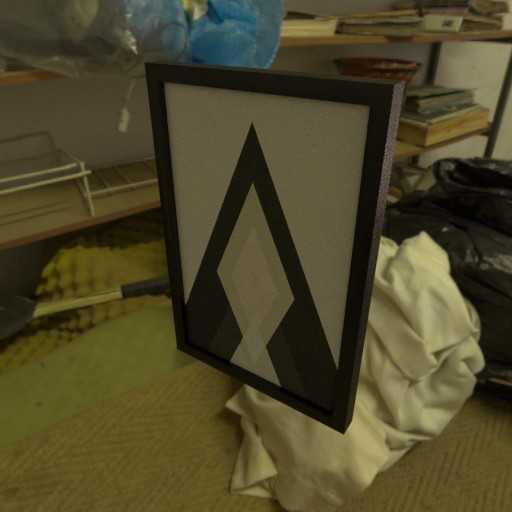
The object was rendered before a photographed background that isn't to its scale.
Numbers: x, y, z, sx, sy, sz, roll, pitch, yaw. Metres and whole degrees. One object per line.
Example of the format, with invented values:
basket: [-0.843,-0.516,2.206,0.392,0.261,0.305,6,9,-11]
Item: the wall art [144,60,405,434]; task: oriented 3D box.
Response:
wall art: [0.000,0.000,0.588,0.313,0.457,0.031,19,34,29]
